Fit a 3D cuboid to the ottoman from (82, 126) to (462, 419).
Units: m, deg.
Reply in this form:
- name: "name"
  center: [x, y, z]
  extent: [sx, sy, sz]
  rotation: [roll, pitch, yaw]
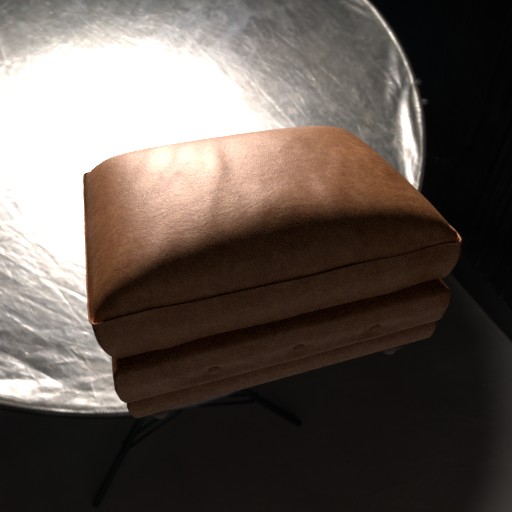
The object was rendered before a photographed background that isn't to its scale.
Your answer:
- name: "ottoman"
  center: [0.000, 0.000, 1.053]
  extent: [0.710, 0.480, 0.533]
  rotation: [-12, 42, -13]
